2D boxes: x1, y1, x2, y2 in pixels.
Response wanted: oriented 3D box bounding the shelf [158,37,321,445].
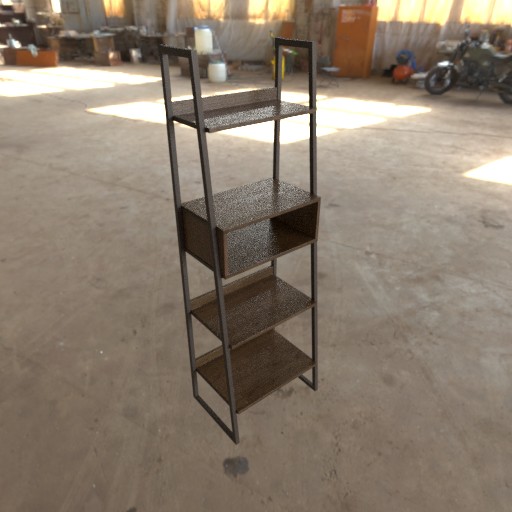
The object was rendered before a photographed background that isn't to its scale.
[{"bbox_3d":[0.000,0.000,2.309,0.652,2.005,0.454,-22,36,-33],"label":"shelf"}]
